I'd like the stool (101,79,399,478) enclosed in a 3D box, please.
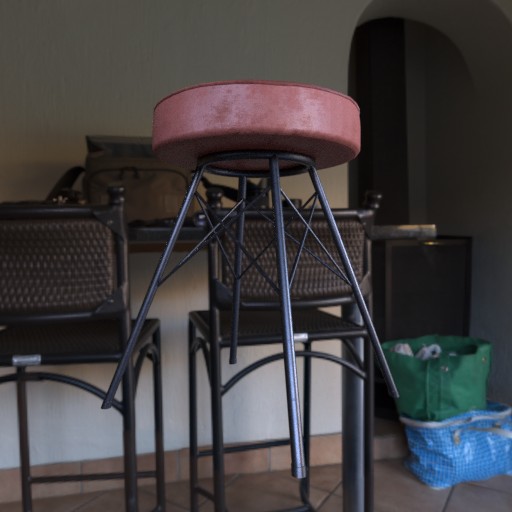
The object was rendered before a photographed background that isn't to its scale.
[{"bbox_3d":[0.000,0.000,0.897,0.457,0.593,0.421,1,2,36],"label":"stool"}]
